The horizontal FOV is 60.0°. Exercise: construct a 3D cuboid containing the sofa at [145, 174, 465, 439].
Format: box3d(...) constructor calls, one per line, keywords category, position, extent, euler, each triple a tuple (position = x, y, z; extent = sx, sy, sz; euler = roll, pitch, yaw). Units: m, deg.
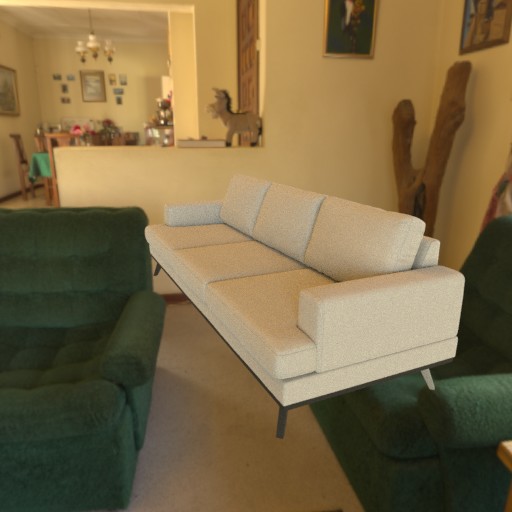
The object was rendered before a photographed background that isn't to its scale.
box3d(category="sofa", position=(0.000, 0.000, 2.745), extent=(0.920, 0.810, 2.310), euler=(-7, 18, -24))
